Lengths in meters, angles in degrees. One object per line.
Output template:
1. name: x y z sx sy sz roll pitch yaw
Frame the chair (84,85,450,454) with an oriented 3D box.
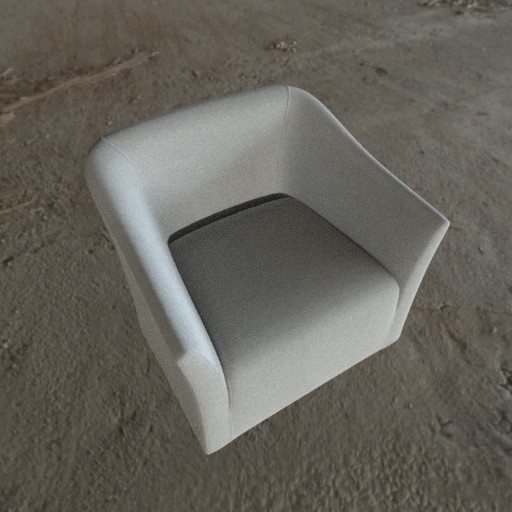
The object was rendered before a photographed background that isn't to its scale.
1. chair: 0.000 0.000 1.367 0.790 0.720 0.700 -24 50 -22
